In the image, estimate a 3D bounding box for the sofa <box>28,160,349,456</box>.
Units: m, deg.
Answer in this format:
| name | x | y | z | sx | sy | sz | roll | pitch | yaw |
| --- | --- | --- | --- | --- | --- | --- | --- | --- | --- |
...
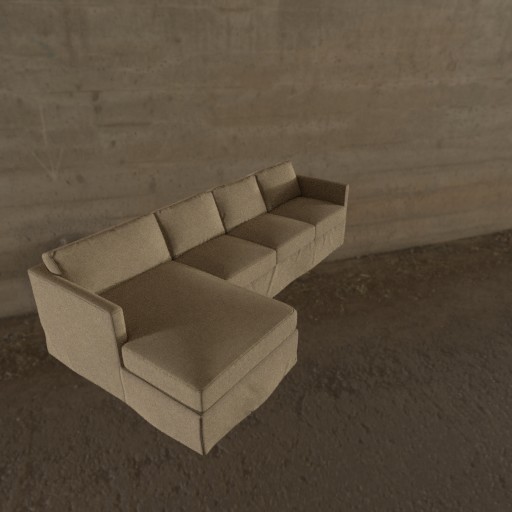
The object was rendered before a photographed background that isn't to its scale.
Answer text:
| name | x | y | z | sx | sy | sz | roll | pitch | yaw |
| --- | --- | --- | --- | --- | --- | --- | --- | --- | --- |
| sofa | 0.000 | 0.000 | 3.890 | 1.638 | 0.920 | 3.198 | 18 | 31 | 32 |
